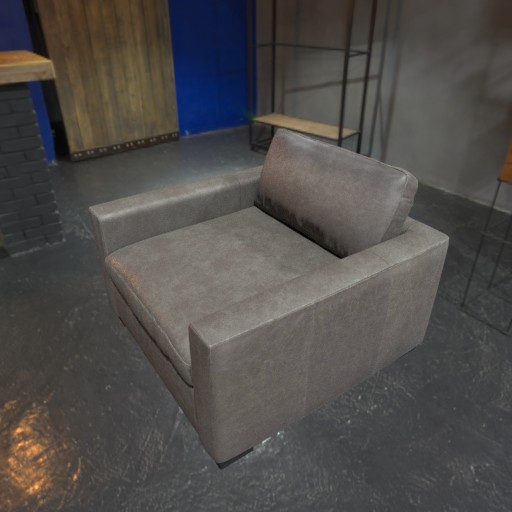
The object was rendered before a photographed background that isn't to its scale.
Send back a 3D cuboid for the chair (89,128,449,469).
[{"bbox_3d":[0.000,0.000,1.865,1.080,0.807,1.106,-20,36,-29],"label":"chair"}]
